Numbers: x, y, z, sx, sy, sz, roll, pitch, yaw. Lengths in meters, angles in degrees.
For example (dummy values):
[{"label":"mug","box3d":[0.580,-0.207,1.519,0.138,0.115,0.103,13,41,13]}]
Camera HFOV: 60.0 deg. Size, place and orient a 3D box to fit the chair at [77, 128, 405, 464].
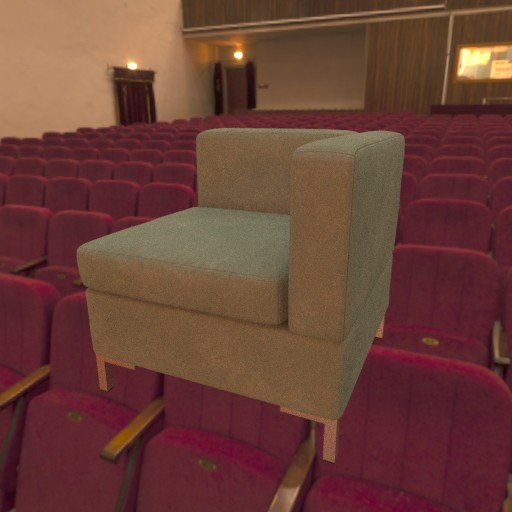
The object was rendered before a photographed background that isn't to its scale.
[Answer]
[{"label":"chair","box3d":[0.000,0.000,1.221,0.680,0.660,0.680,8,19,23]}]
